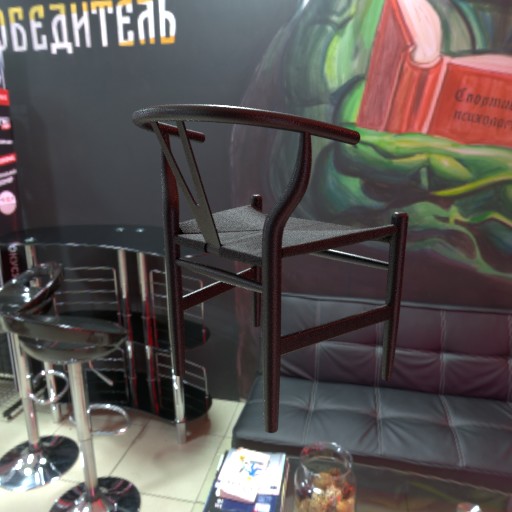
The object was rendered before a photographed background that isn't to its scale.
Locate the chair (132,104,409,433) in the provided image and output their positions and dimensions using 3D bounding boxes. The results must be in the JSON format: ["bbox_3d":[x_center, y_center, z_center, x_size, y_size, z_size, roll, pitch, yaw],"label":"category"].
[{"bbox_3d":[0.000,0.000,1.175,0.569,0.730,0.579,14,20,43],"label":"chair"}]
